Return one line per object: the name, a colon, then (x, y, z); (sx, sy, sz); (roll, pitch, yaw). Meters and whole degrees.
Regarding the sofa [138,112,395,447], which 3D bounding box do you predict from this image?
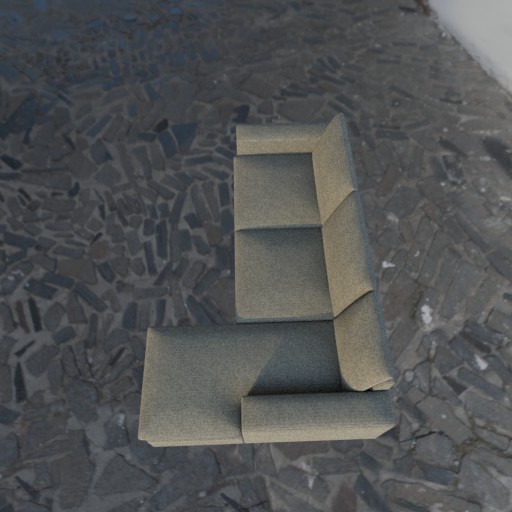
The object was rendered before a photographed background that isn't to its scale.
sofa: (0.000, 0.000, 3.600); (1.689, 0.940, 2.718); (-2, 60, -1)
